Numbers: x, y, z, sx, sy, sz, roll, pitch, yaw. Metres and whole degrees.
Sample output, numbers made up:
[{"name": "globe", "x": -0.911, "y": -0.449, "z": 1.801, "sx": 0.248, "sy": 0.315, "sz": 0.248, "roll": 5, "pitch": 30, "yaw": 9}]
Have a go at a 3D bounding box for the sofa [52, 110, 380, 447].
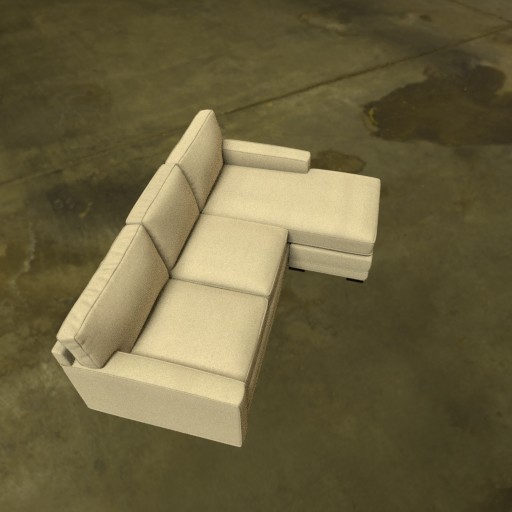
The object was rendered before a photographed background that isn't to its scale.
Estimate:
[{"name": "sofa", "x": 0.000, "y": 0.000, "z": 2.829, "sx": 1.496, "sy": 0.861, "sz": 2.087, "roll": 10, "pitch": 49, "yaw": 9}]
